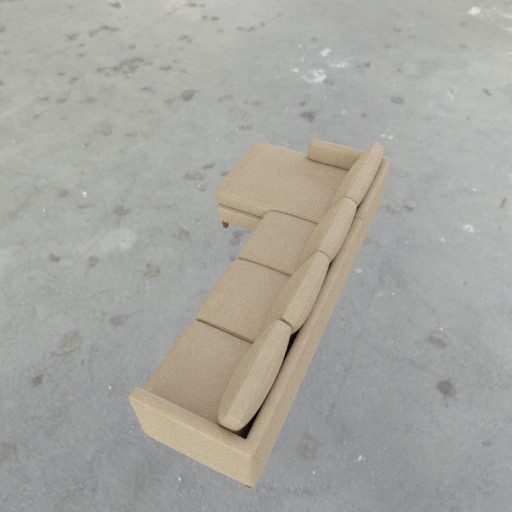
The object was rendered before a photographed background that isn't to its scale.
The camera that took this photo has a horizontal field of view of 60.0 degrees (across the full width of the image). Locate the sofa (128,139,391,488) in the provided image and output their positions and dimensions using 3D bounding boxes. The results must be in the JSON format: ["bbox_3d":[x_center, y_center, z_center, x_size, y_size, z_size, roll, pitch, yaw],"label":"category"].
[{"bbox_3d":[0.000,0.000,3.787,1.502,0.876,3.201,19,50,17],"label":"sofa"}]
